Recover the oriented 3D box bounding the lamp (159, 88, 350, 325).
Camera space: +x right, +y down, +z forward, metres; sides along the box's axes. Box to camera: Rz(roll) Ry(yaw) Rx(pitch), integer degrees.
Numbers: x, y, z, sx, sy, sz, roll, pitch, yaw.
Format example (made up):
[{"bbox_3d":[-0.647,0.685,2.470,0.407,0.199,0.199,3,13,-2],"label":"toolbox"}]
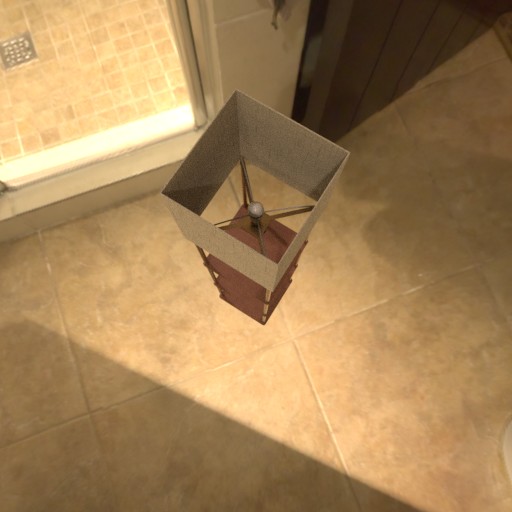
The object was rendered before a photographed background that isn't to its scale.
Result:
[{"bbox_3d":[0.000,0.000,1.746,0.308,1.569,0.310,32,78,7],"label":"lamp"}]
